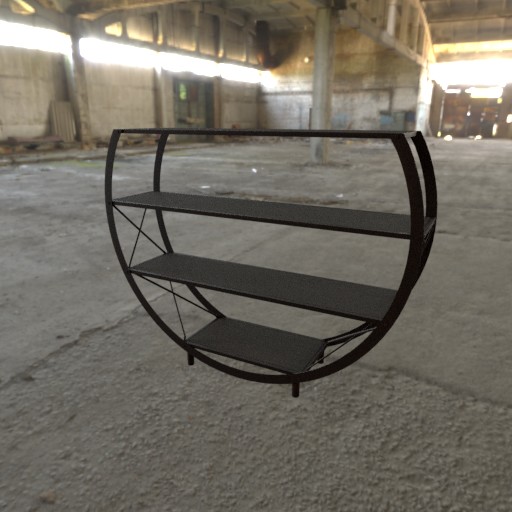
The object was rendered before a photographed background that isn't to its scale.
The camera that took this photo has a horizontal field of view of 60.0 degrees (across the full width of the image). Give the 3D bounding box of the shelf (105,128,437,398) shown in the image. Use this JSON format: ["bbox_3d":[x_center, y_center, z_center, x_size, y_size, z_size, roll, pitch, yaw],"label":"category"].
[{"bbox_3d":[0.000,0.000,1.942,1.403,1.063,0.344,9,19,27],"label":"shelf"}]
